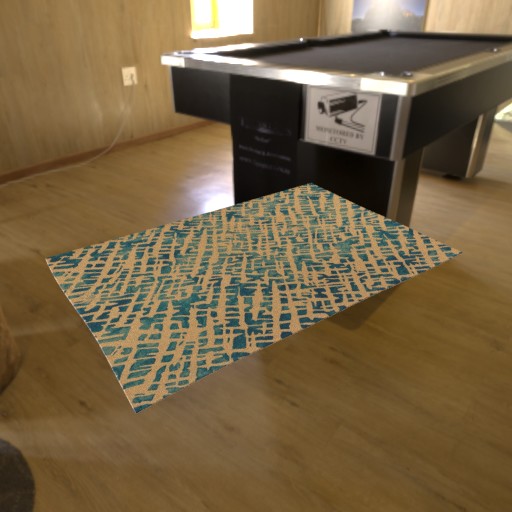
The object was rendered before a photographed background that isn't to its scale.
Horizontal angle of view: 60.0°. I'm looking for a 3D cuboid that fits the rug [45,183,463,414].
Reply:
[{"bbox_3d":[0.000,0.000,2.322,1.830,0.011,1.209,-20,36,-30],"label":"rug"}]
